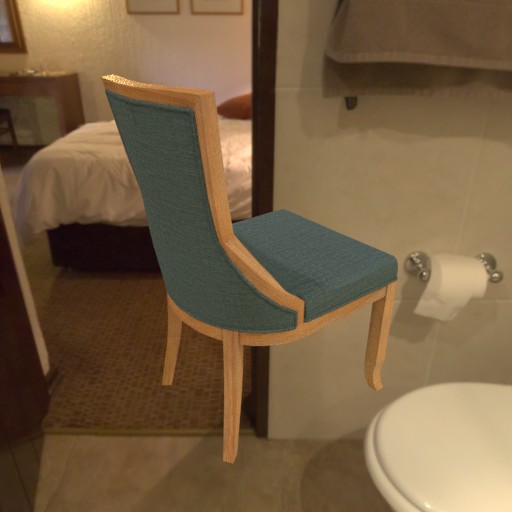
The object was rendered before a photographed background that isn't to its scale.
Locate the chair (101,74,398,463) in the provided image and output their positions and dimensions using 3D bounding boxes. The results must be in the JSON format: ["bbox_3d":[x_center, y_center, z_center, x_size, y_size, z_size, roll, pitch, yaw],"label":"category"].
[{"bbox_3d":[0.000,0.000,1.250,0.641,0.947,0.524,-19,32,-33],"label":"chair"}]
